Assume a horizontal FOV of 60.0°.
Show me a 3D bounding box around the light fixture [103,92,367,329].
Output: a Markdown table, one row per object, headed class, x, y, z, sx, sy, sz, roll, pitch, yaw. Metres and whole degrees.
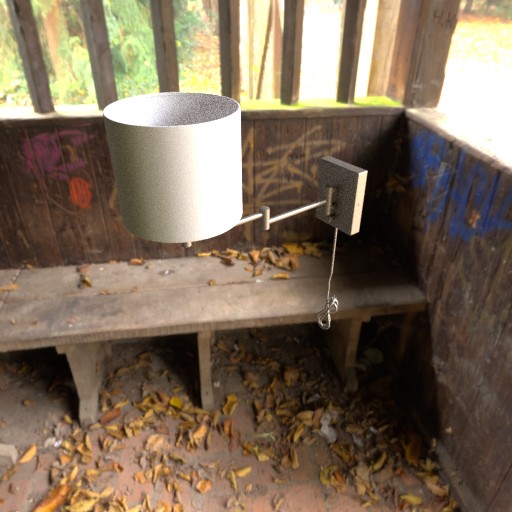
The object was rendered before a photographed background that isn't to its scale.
| class | x | y | z | sx | sy | sz | roll | pitch | yaw |
| --- | --- | --- | --- | --- | --- | --- | --- | --- | --- |
| light fixture | 0.000 | 0.000 | 0.922 | 0.516 | 0.651 | 0.203 | -22 | 39 | -30 |
